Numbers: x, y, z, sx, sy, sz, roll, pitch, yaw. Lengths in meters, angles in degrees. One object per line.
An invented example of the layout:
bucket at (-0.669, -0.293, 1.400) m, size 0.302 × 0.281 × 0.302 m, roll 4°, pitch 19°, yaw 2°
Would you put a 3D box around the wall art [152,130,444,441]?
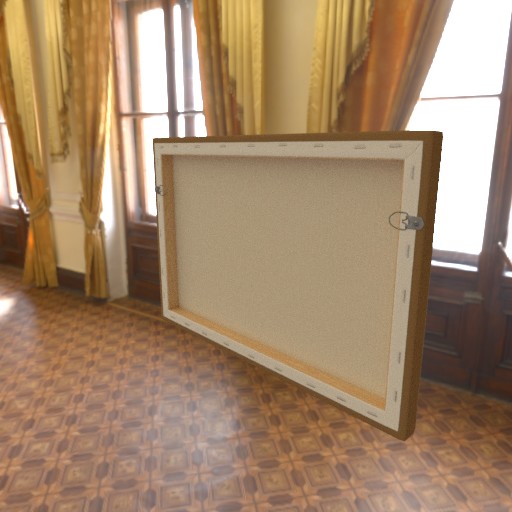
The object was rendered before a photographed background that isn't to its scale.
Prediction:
wall art at (0.000, 0.000, 0.481) m, size 0.019 × 0.254 × 0.380 m, roll -13°, pitch 19°, yaw -42°
